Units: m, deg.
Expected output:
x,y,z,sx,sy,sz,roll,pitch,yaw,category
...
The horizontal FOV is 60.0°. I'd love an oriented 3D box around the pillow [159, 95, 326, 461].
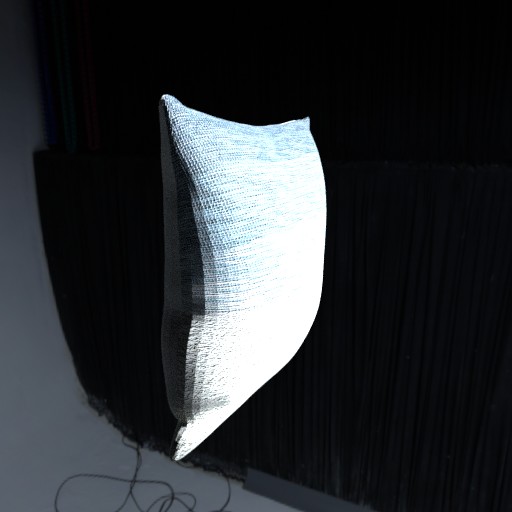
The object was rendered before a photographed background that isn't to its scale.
x,y,z,sx,sy,sz,roll,pitch,yaw,category
0.000,0.000,0.688,0.182,0.441,0.440,7,17,26,pillow
